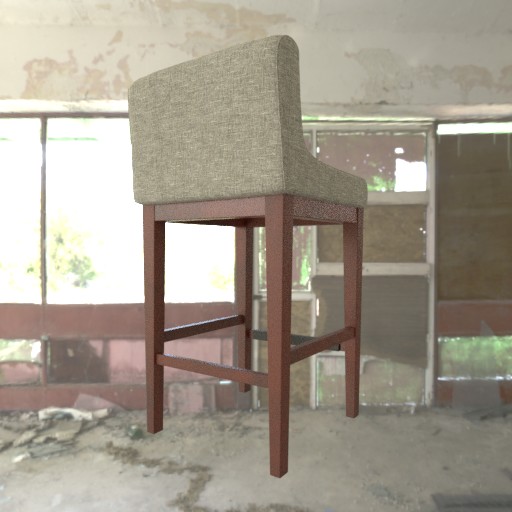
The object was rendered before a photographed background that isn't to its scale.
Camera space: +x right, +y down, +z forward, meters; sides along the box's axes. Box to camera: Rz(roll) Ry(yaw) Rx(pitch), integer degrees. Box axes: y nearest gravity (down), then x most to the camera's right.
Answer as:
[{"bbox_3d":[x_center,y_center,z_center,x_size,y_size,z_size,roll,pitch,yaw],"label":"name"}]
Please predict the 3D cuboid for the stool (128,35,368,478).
[{"bbox_3d":[0.000,0.000,1.091,0.417,0.835,0.459,1,1,35],"label":"stool"}]
